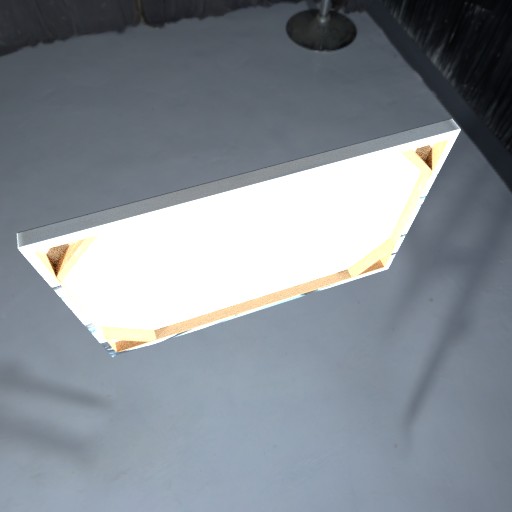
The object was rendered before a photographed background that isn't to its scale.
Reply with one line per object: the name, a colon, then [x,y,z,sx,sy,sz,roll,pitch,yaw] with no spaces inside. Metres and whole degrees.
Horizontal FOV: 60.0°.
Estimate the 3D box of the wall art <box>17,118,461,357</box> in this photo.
wall art: [0.000,0.000,1.138,0.914,0.609,0.039,-17,60,-10]
